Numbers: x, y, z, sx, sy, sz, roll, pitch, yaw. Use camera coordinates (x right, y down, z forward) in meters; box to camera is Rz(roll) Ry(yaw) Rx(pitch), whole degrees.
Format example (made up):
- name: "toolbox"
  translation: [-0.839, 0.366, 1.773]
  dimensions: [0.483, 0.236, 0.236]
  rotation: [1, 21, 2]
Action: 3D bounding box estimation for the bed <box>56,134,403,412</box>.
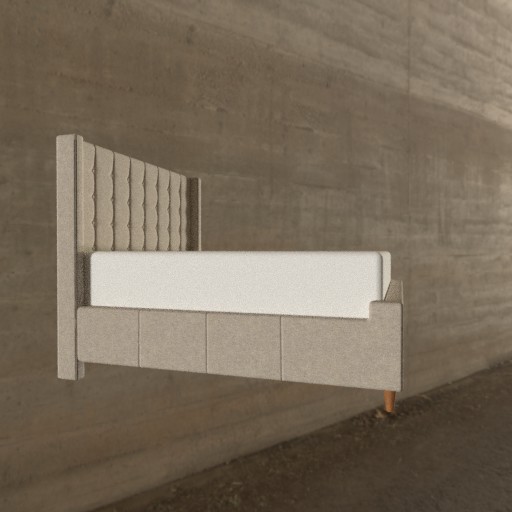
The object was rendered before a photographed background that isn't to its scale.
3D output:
- name: "bed"
  translation: [0.000, 0.000, 3.765]
  dimensions: [2.370, 1.743, 2.045]
  rotation: [0, 1, 18]
